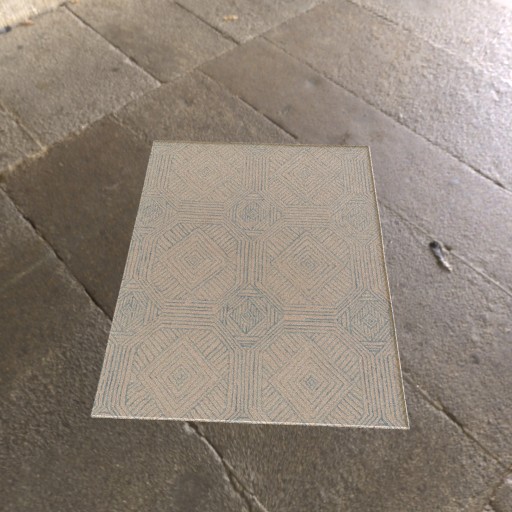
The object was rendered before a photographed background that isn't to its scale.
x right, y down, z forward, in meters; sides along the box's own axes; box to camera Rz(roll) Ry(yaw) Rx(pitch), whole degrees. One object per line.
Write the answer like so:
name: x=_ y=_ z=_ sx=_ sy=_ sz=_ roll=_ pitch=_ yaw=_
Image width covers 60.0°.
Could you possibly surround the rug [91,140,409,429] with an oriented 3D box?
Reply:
rug: x=0.000 y=0.000 z=4.224 sx=2.457 sy=0.015 sz=3.049 roll=2 pitch=57 yaw=1
